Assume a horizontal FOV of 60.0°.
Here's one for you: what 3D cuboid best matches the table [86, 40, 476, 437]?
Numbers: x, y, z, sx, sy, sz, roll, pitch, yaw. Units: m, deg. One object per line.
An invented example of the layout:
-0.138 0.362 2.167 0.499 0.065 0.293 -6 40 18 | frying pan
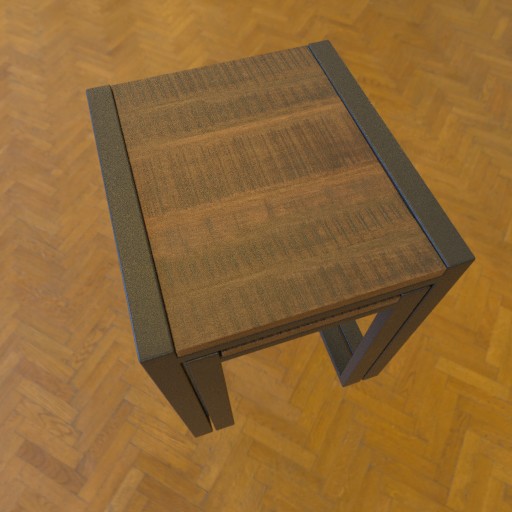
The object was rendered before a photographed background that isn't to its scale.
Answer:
0.000 0.000 0.905 0.449 0.550 0.500 -16 61 -9 | table
